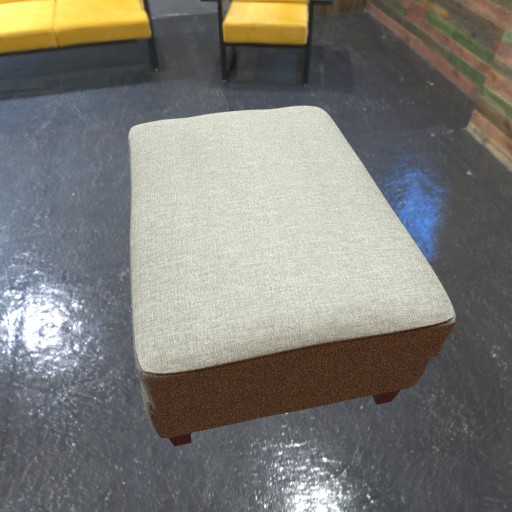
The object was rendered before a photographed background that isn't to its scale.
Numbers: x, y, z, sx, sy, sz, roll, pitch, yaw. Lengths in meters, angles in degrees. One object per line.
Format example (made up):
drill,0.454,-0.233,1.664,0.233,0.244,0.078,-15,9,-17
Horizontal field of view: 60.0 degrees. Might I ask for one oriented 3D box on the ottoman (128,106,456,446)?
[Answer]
ottoman,0.000,0.000,1.213,0.639,0.494,0.873,-9,47,-8
